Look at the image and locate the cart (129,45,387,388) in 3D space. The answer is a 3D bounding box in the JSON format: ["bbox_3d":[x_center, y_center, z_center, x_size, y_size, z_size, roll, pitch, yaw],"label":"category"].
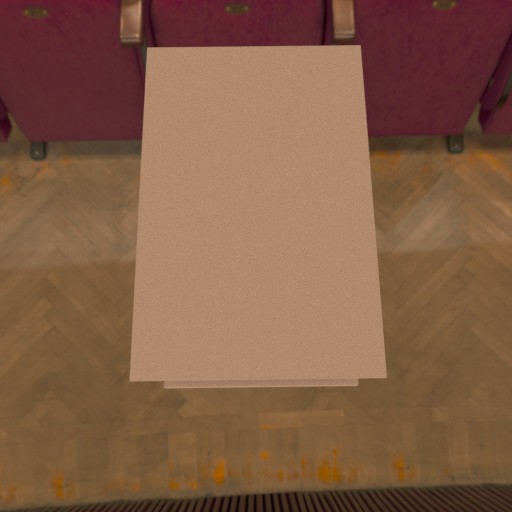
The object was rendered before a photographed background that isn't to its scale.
[{"bbox_3d":[0.000,0.000,1.256,0.442,0.864,0.683,-1,76,0],"label":"cart"}]
